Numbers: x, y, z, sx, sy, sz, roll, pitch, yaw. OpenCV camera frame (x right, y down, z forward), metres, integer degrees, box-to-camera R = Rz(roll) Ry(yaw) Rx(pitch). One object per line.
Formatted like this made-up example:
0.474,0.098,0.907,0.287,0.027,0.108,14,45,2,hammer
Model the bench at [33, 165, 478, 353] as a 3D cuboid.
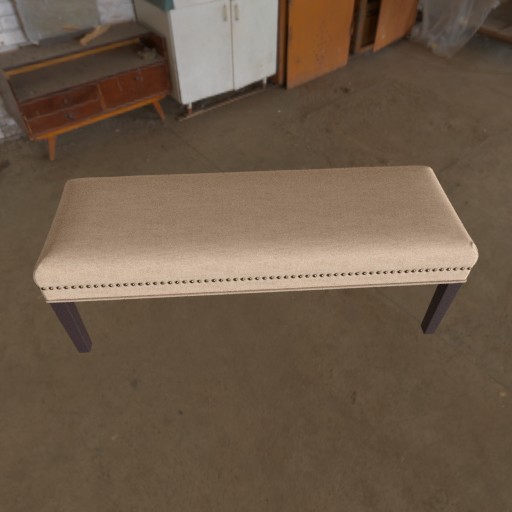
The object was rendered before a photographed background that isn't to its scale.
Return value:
0.000,0.000,1.462,1.219,0.457,0.410,-3,47,-2,bench
